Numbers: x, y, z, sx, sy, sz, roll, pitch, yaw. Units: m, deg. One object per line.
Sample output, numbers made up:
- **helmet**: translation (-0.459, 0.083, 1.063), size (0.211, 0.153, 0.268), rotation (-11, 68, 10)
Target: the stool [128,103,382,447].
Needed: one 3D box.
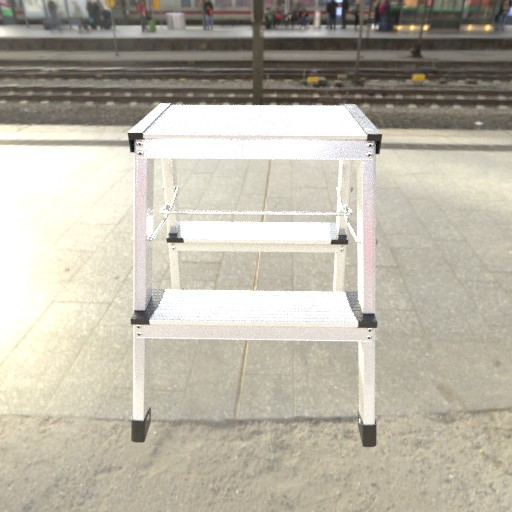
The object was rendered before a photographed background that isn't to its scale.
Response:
- **stool**: translation (0.000, 0.000, 0.781), size (0.404, 0.480, 0.405), rotation (1, 29, 1)
